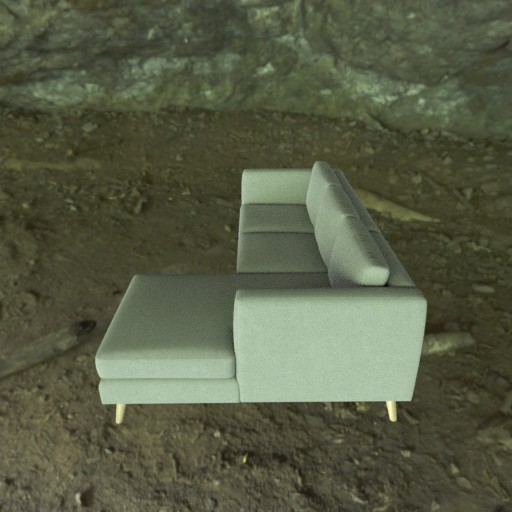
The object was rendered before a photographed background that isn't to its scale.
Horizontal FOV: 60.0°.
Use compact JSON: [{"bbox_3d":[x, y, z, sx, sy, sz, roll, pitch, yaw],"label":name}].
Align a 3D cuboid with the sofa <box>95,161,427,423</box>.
[{"bbox_3d":[0.000,0.000,3.131,1.580,0.860,2.300,0,27,-1],"label":"sofa"}]
